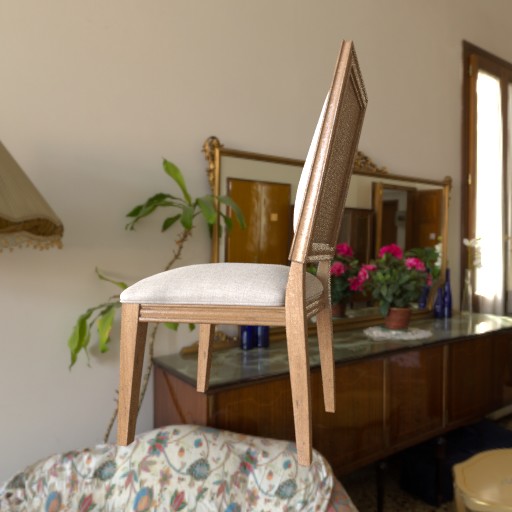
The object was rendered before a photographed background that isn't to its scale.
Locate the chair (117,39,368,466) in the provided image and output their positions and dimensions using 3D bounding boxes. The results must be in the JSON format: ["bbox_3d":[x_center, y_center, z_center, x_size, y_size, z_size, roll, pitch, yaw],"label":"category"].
[{"bbox_3d":[0.000,0.000,1.294,0.601,0.988,0.536,0,1,19],"label":"chair"}]
